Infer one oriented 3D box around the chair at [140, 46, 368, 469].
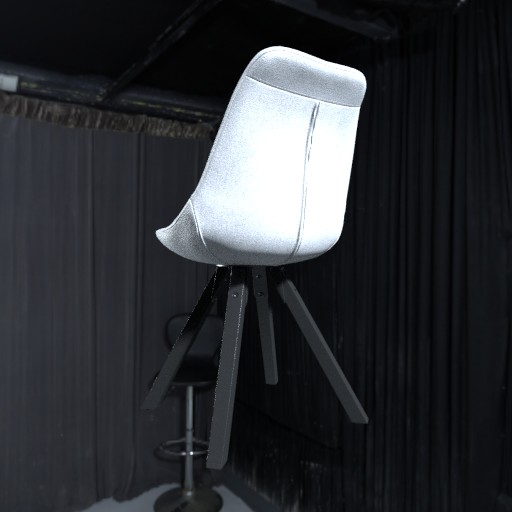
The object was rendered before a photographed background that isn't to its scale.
[{"bbox_3d":[0.000,0.000,1.162,0.485,0.850,0.550,-1,1,-34],"label":"chair"}]
